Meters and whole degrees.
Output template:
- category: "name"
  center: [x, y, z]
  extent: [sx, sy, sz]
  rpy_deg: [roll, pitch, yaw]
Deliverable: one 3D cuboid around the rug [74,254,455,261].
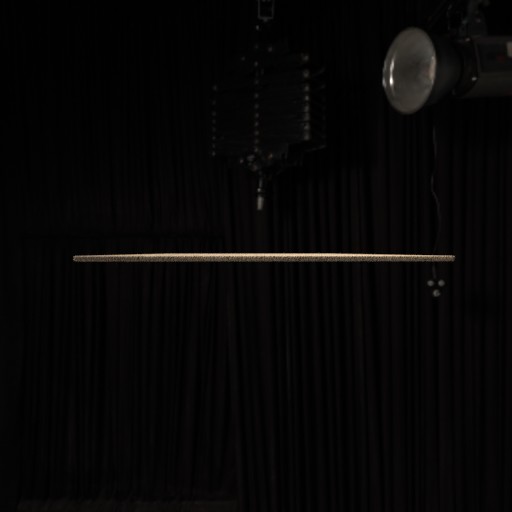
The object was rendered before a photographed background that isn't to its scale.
- category: "rug"
  center: [0.000, 0.000, 3.434]
  extent: [1.800, 0.025, 2.699]
  rpy_deg: [0, 1, -2]
